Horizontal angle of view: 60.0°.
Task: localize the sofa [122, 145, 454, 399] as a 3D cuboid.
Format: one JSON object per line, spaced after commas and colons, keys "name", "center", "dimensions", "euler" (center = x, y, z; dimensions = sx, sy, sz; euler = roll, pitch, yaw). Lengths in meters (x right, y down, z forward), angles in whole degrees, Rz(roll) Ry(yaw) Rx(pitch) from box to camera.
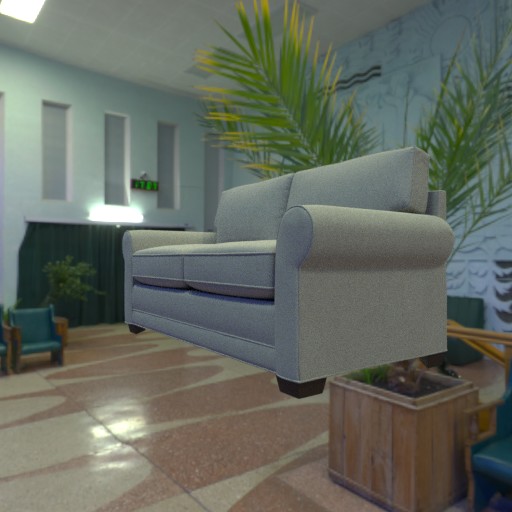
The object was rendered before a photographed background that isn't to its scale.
{"name": "sofa", "center": [0.000, 0.000, 2.305], "dimensions": [0.861, 0.933, 1.774], "euler": [0, 0, -35]}
